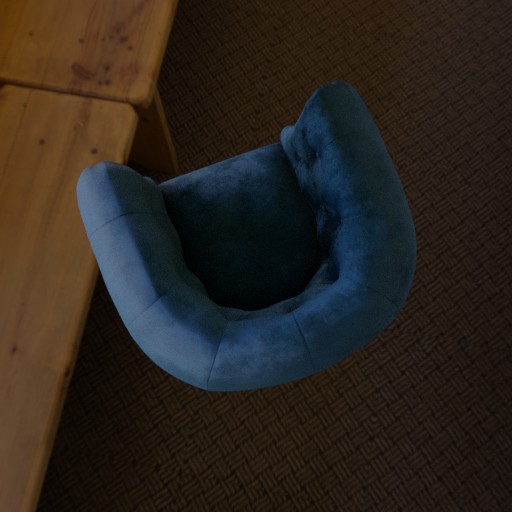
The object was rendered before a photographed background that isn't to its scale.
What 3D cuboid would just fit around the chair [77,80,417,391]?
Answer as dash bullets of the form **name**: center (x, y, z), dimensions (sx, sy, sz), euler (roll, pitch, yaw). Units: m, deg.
- **chair**: center (0.000, 0.000, 1.578), dimensions (0.904, 0.826, 0.851), euler (-21, 78, -5)
